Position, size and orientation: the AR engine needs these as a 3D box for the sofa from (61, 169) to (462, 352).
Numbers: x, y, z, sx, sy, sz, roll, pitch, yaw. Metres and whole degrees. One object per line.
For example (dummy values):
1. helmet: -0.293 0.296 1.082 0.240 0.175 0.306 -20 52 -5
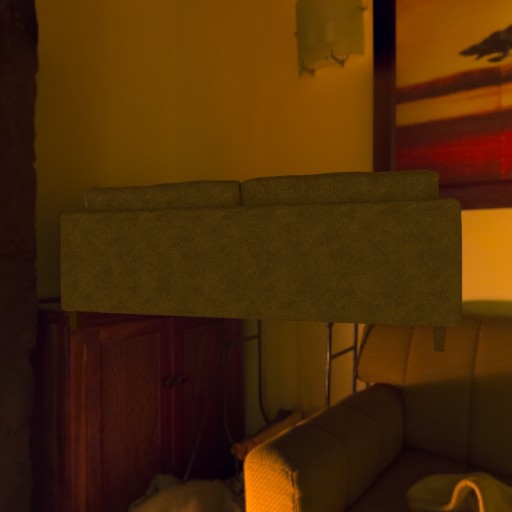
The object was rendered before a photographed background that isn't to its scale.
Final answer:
1. sofa: 0.000 0.000 2.978 2.434 0.965 0.951 0 0 18
